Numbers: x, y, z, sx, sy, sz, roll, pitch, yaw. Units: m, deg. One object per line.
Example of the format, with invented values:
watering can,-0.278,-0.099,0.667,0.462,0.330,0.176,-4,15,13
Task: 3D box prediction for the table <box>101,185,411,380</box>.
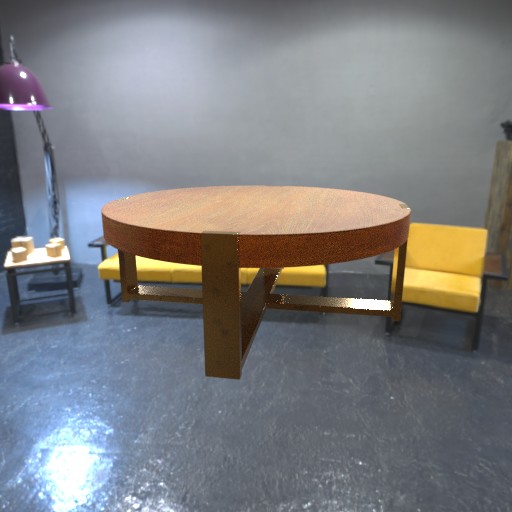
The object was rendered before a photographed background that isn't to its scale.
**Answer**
table,0.000,0.000,1.723,1.100,0.420,1.100,0,15,0
